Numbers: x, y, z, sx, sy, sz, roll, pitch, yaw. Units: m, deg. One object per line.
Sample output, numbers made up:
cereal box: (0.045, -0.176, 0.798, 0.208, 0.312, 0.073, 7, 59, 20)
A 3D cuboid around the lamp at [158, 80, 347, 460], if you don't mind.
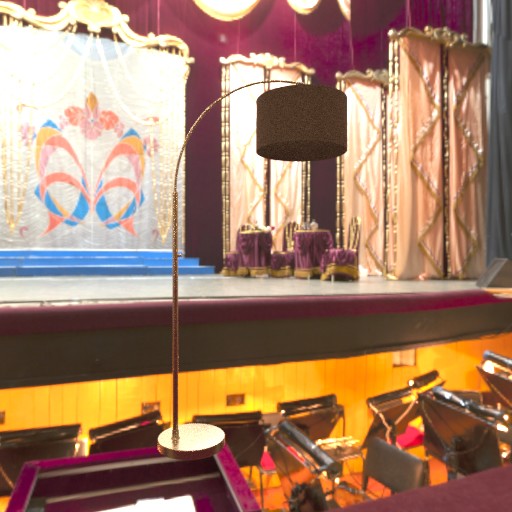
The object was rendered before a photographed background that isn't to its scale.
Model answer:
lamp: (0.000, 0.000, 2.140, 0.934, 1.735, 0.452, 0, 0, -20)
